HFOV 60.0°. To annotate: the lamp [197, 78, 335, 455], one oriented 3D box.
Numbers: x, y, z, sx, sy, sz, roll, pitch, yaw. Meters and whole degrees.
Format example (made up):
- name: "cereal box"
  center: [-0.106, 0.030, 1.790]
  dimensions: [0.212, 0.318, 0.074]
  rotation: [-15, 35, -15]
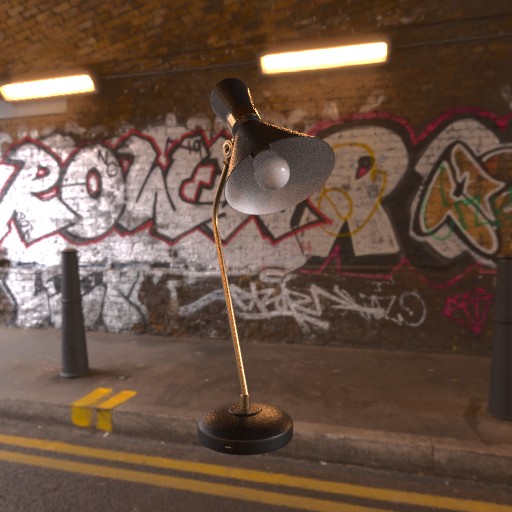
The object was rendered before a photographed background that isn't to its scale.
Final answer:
- name: "lamp"
  center: [0.000, 0.000, 0.775]
  dimensions: [0.189, 0.647, 0.292]
  rotation: [-1, 1, -36]
